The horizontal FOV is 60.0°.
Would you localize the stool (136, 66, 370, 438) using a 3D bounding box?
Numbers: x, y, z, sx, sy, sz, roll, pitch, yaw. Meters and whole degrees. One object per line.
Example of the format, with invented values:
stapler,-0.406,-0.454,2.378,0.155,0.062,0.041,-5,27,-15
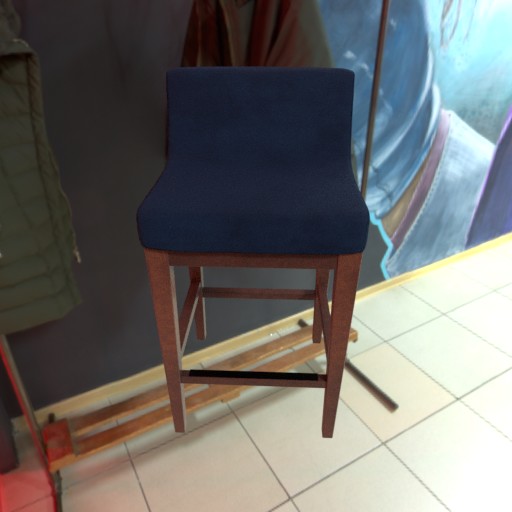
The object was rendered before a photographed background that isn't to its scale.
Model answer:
stool,0.000,0.000,1.256,0.511,0.945,0.516,1,30,2
